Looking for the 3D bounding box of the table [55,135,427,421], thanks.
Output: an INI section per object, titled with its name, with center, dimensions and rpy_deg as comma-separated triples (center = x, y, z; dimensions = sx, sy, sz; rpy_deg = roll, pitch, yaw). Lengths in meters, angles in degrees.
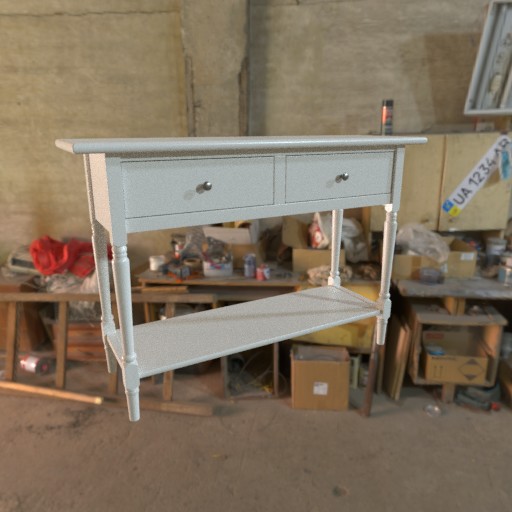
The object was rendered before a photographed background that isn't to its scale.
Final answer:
[table]
center = 0.000, 0.000, 1.581
dimensions = 1.191, 0.814, 0.386
rpy_deg = -9, 19, -28
